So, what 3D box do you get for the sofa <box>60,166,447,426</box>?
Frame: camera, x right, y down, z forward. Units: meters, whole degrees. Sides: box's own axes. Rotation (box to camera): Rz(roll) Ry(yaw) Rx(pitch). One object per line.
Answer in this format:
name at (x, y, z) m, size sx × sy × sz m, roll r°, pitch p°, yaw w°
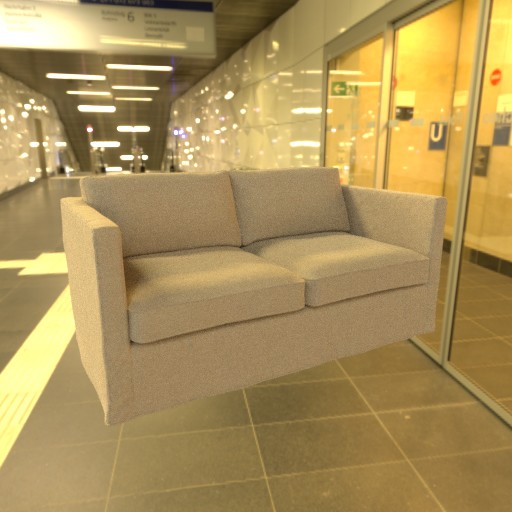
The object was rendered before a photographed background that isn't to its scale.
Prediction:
sofa at (0.000, 0.000, 2.246) m, size 1.719 × 0.835 × 0.962 m, roll -8°, pitch 16°, yaw -28°
